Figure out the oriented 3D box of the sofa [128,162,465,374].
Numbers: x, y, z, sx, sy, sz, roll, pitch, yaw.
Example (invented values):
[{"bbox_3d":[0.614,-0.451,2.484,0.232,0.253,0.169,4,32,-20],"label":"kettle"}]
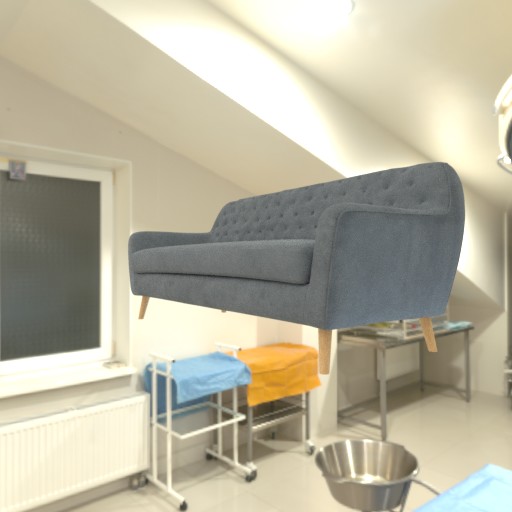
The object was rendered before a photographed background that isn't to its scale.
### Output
[{"bbox_3d":[0.000,0.000,2.442,0.841,0.832,1.975,0,-1,-35],"label":"sofa"}]
